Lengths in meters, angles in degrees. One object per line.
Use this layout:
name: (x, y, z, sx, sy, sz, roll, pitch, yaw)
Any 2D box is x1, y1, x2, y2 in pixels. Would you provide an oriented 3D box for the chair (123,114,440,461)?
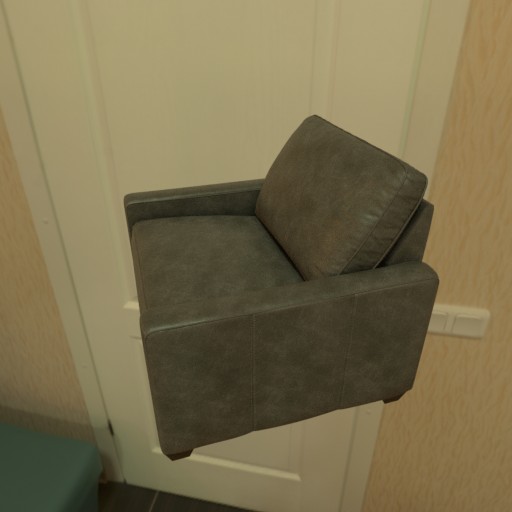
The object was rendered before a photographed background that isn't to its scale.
chair: (0.000, 0.000, 1.739, 0.939, 0.916, 1.006, -9, 32, -15)
